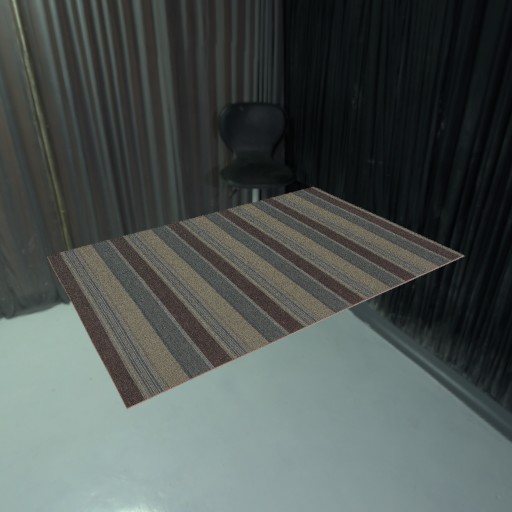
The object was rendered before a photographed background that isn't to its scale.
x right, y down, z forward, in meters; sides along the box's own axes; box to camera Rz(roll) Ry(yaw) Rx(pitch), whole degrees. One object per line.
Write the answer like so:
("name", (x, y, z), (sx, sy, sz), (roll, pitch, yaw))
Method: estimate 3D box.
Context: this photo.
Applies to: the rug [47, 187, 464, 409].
("rug", (0.000, 0.000, 2.328), (1.829, 0.008, 1.219), (-18, 34, -29))
